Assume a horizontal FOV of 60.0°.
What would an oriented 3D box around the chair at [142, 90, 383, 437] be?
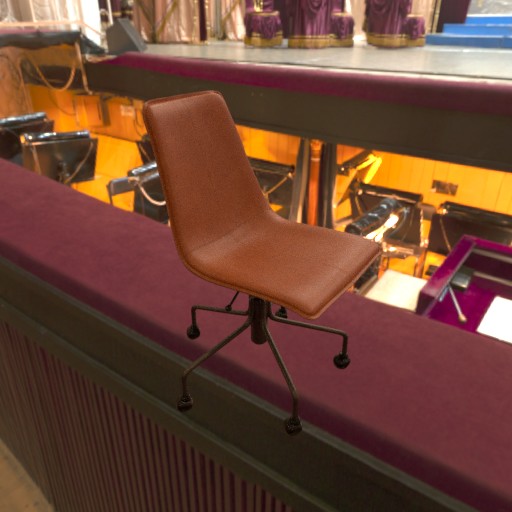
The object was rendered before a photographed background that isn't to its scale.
[{"bbox_3d":[0.000,0.000,1.403,0.660,0.920,0.651,18,33,31],"label":"chair"}]
